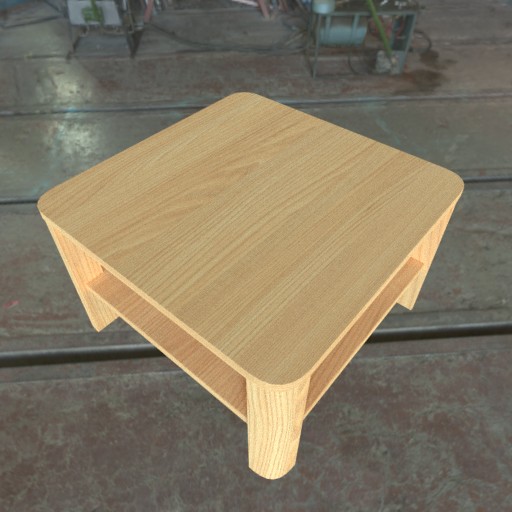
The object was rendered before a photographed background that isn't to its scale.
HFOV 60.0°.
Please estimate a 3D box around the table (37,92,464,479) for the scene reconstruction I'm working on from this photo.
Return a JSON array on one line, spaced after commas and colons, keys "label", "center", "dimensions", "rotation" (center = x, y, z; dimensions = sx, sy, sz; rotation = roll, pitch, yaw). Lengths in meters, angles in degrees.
[{"label": "table", "center": [0.000, 0.000, 1.211], "dimensions": [0.750, 0.450, 0.750], "rotation": [31, 54, 27]}]
